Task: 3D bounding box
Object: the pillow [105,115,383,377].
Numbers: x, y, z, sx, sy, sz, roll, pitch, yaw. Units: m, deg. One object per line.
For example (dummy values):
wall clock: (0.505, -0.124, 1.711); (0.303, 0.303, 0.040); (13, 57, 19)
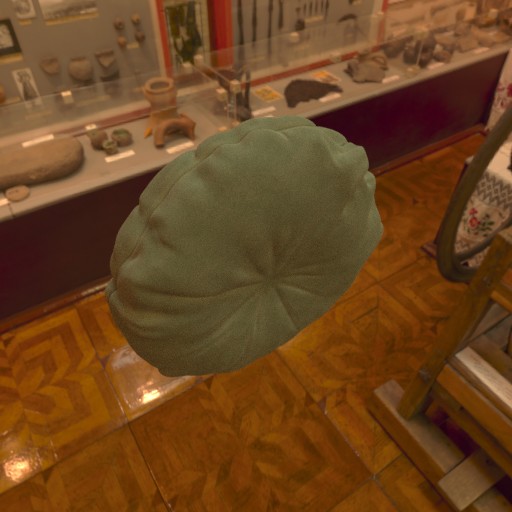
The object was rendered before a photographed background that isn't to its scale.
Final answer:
pillow: (0.000, 0.000, 0.645); (0.428, 0.407, 0.148); (-23, 50, -21)
